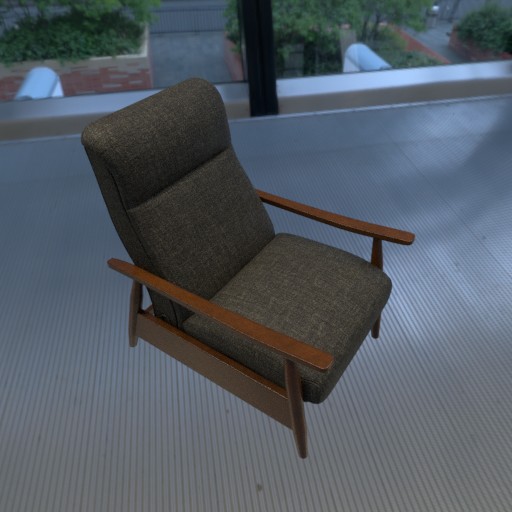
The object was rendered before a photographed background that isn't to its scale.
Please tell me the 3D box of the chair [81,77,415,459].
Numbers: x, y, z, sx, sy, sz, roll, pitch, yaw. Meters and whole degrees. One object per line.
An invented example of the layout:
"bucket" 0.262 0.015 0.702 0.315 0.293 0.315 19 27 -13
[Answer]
"chair" 0.000 0.000 1.778 1.014 1.082 0.762 24 47 25
